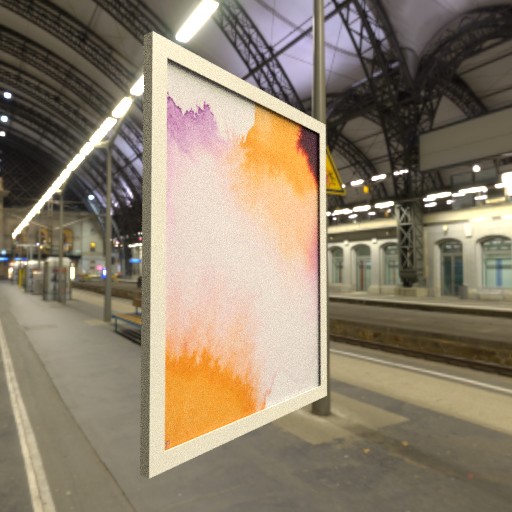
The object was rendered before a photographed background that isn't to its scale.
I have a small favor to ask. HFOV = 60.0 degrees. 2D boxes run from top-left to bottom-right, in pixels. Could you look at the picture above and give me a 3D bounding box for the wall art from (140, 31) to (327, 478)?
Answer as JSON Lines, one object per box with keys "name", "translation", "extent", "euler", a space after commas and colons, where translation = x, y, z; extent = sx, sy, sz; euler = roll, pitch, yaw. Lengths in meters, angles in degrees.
{"name": "wall art", "translation": [0.000, 0.000, 1.074], "extent": [0.026, 0.811, 0.661], "euler": [-1, -2, 37]}
